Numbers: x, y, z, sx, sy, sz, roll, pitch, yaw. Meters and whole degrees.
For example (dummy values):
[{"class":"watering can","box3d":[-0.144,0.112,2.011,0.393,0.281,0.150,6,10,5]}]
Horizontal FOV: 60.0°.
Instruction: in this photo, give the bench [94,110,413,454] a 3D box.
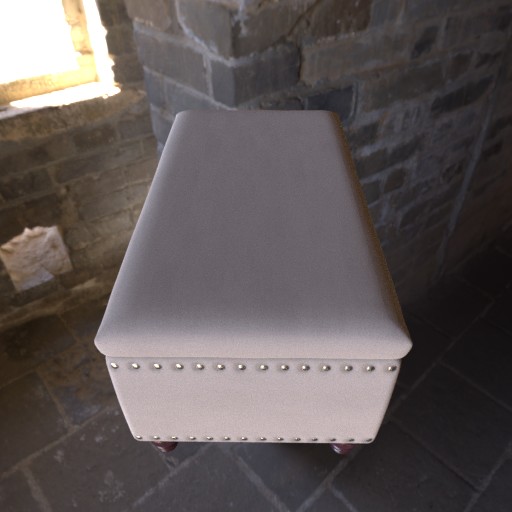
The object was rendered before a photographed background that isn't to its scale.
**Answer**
[{"class":"bench","box3d":[0.000,0.000,1.149,0.500,0.449,0.887,0,40,0]}]
